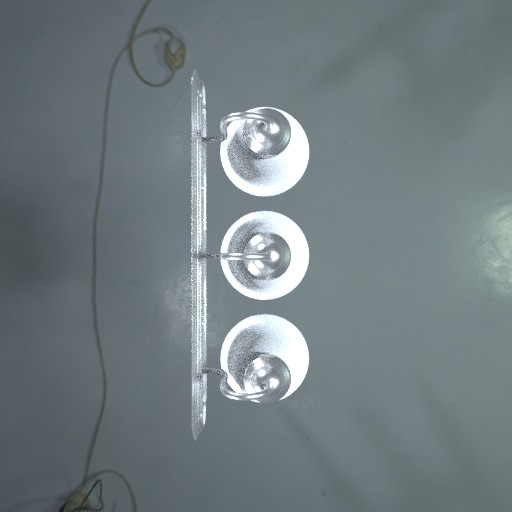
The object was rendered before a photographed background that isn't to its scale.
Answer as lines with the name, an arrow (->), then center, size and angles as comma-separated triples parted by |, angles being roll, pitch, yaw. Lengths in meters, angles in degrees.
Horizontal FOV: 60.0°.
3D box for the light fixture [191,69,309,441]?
light fixture -> 0.000, 0.000, 0.712 | 0.199, 0.222, 0.610 | 0, 91, 0
